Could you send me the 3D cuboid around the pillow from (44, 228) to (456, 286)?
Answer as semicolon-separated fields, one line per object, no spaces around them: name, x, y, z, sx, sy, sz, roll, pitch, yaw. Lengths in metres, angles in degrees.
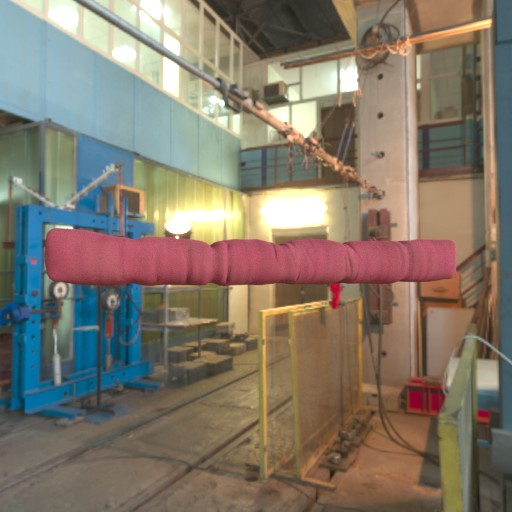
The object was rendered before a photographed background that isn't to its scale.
pillow;0.000;0.000;1.367;1.194;0.174;0.511;1;-2;-20
